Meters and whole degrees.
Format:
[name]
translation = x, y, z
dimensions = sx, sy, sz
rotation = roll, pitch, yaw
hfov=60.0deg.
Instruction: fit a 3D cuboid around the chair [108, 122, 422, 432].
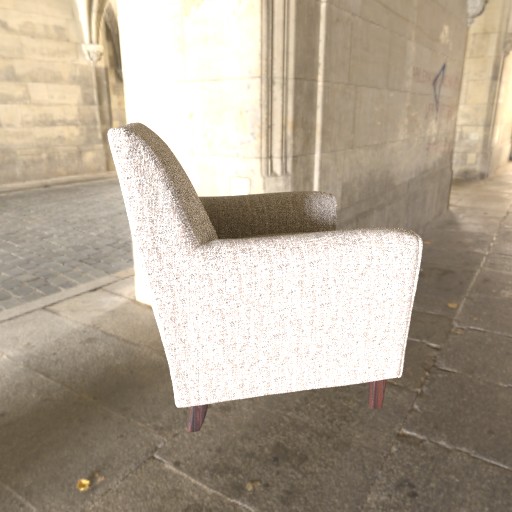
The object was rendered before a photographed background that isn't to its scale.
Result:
[chair]
translation = 0.000, 0.000, 1.622
dimensions = 0.873, 0.928, 0.864
rotation = -4, 18, -12
